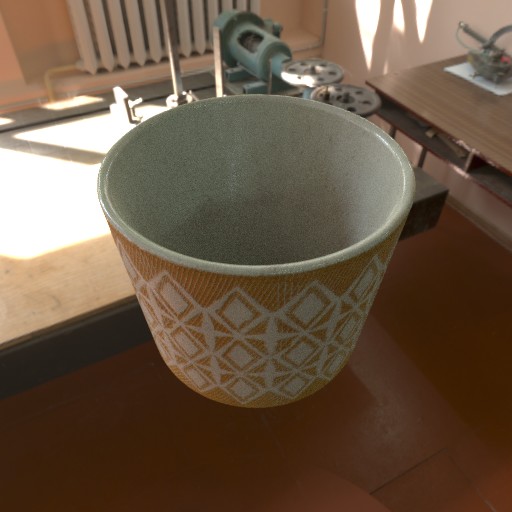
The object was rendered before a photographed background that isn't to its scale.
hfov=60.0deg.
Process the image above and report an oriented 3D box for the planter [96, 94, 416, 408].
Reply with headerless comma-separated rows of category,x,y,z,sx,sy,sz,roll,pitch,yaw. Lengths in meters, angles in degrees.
planter,0.000,0.000,0.332,0.193,0.165,0.193,0,44,0
